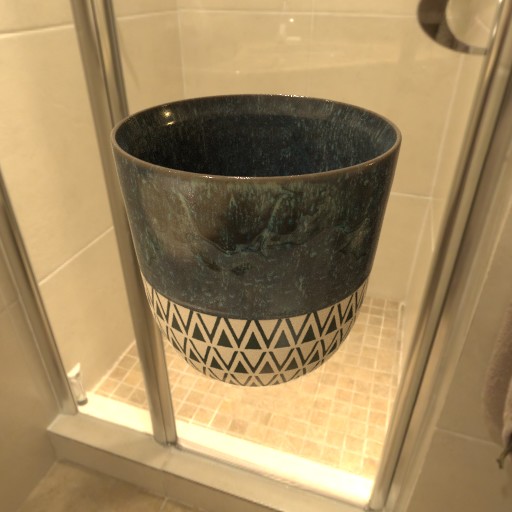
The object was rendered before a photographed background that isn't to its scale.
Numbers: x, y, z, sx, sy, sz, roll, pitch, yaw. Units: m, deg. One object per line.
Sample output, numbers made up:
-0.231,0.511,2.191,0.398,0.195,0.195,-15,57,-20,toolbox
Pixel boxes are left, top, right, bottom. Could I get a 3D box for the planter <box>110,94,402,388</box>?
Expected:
0.000,0.000,0.363,0.195,0.214,0.195,0,32,0,planter
